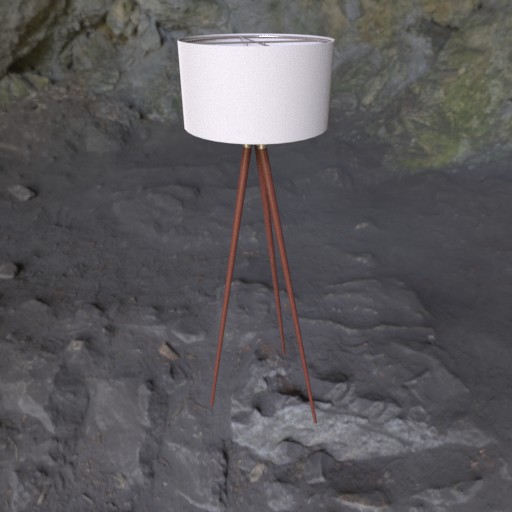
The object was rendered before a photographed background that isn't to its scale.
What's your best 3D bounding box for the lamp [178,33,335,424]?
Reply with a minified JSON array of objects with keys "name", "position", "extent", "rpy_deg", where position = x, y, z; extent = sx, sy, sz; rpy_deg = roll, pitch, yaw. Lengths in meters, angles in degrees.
[{"name":"lamp","position":[0.000,0.000,1.762],"extent":[0.483,1.553,0.483],"rpy_deg":[-8,31,-13]}]
